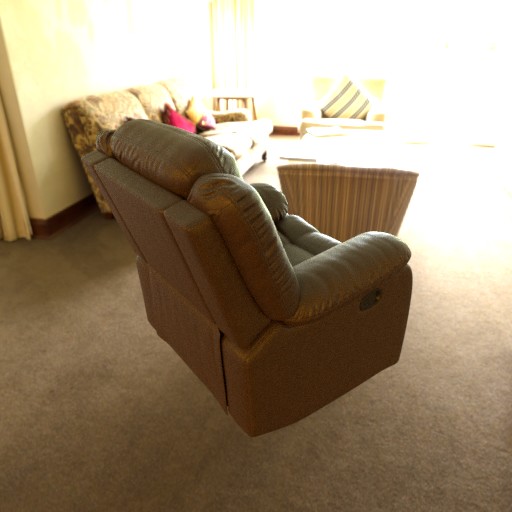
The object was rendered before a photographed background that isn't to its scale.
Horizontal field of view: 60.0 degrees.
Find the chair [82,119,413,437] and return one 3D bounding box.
[{"bbox_3d":[0.000,0.000,1.655,0.934,1.009,0.899,-18,32,-32],"label":"chair"}]
